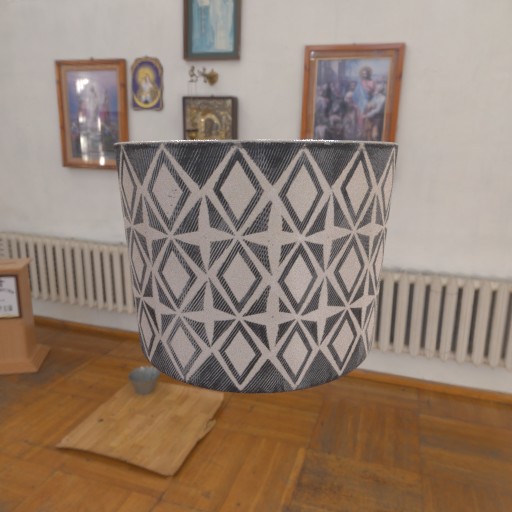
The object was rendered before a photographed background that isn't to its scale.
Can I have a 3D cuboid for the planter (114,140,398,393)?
[{"bbox_3d":[0.000,0.000,0.449,0.260,0.220,0.260,0,13,0],"label":"planter"}]
